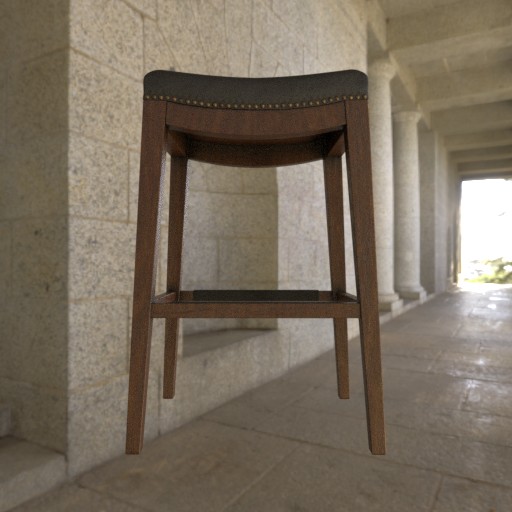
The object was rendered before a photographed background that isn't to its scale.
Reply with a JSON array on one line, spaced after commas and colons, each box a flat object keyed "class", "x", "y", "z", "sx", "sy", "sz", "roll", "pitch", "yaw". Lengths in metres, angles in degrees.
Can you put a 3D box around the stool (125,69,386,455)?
[{"class": "stool", "x": 0.000, "y": 0.000, "z": 1.031, "sx": 0.500, "sy": 0.765, "sz": 0.361, "roll": 0, "pitch": 0, "yaw": 0}]
